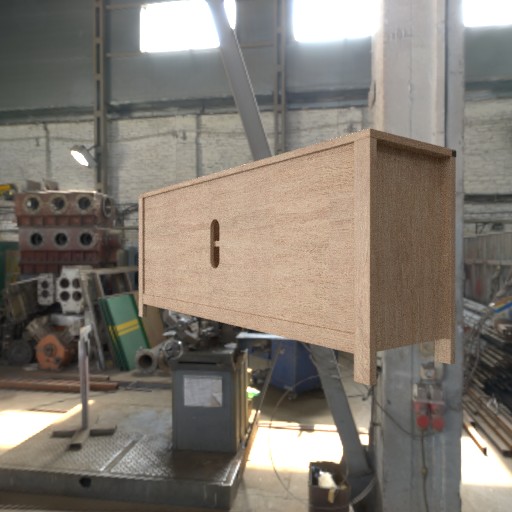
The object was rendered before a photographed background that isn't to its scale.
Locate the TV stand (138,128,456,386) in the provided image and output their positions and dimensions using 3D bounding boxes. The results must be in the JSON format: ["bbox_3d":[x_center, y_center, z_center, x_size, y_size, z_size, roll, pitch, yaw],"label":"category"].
[{"bbox_3d":[0.000,0.000,1.755,0.398,0.610,1.466,0,0,-36],"label":"TV stand"}]
